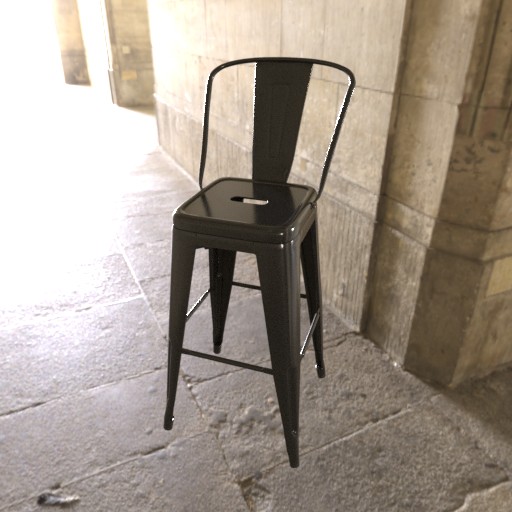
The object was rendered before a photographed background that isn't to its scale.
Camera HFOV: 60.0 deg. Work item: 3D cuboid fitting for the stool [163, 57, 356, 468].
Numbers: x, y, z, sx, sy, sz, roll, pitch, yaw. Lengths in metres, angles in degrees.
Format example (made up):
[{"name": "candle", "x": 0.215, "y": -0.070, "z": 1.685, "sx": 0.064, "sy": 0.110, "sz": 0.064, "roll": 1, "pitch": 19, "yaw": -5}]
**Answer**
[{"name": "stool", "x": 0.000, "y": 0.000, "z": 1.282, "sx": 0.432, "sy": 1.022, "sz": 0.528, "roll": 9, "pitch": 29, "yaw": 17}]
